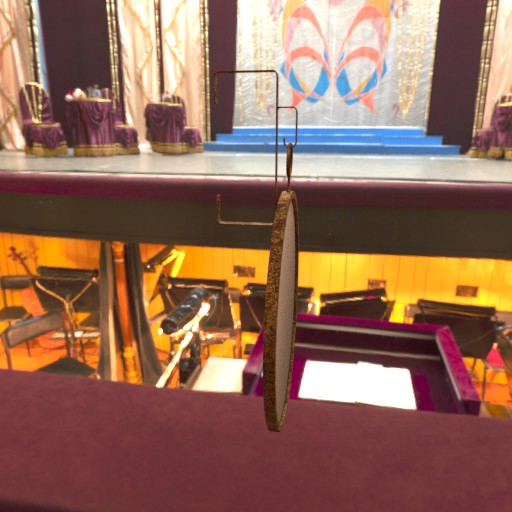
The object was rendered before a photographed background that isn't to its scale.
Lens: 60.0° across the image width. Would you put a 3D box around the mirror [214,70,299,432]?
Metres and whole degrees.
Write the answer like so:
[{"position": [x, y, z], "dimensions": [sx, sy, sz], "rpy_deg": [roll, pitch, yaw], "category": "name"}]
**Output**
[{"position": [0.000, 0.000, 0.838], "dimensions": [0.144, 0.651, 0.447], "rpy_deg": [3, 16, 9], "category": "mirror"}]
